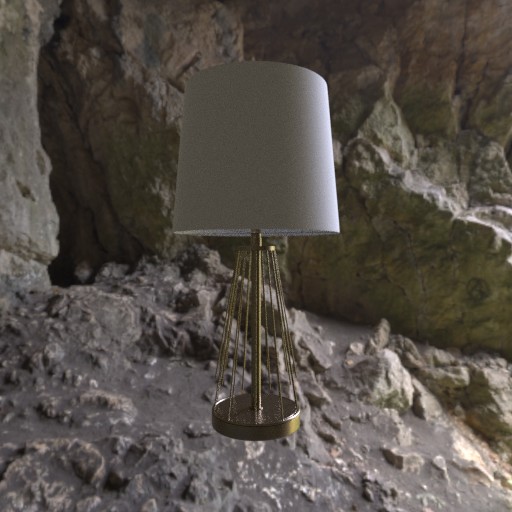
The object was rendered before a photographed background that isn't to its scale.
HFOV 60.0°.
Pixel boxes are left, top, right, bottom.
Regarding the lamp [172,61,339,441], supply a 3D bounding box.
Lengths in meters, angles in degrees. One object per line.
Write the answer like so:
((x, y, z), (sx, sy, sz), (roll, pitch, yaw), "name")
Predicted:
((0.000, 0.000, 0.818), (0.303, 0.618, 0.303), (0, 0, 0), "lamp")
